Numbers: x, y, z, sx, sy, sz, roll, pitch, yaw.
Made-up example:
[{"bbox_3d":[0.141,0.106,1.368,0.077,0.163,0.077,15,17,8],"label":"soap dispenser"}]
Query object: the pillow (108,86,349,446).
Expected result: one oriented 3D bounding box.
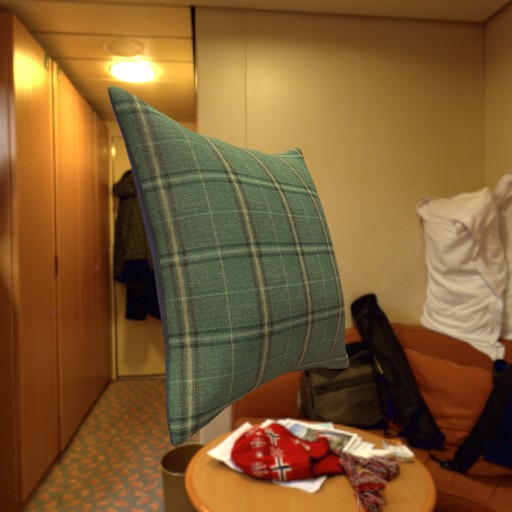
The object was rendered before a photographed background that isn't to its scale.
[{"bbox_3d":[0.000,0.000,0.696,0.200,0.430,0.453,1,2,37],"label":"pillow"}]
